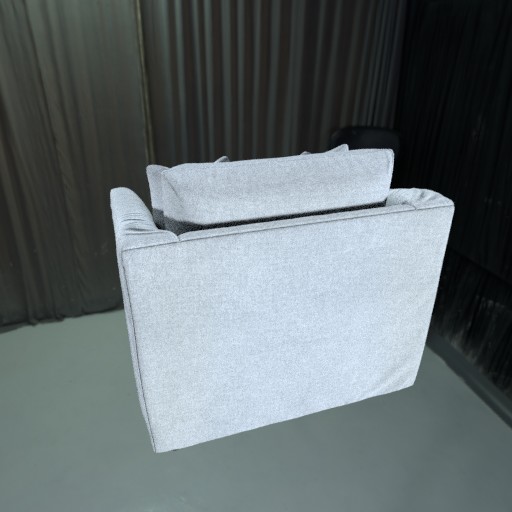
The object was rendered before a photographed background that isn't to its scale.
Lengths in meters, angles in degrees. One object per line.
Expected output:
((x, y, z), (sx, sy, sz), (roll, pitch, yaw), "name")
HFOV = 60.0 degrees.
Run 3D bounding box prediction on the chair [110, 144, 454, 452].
((0.000, 0.000, 2.021), (1.194, 1.059, 1.071), (-9, 28, -16), "chair")
